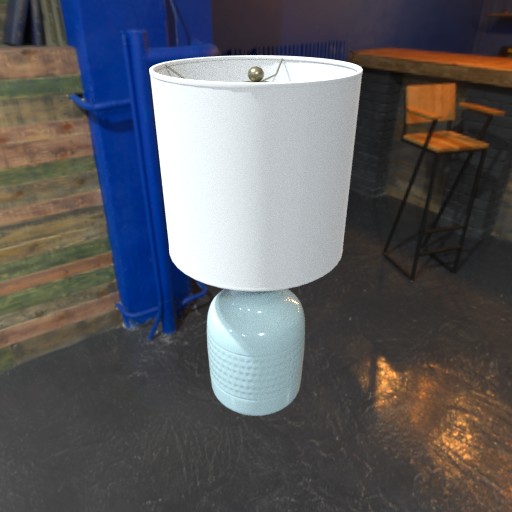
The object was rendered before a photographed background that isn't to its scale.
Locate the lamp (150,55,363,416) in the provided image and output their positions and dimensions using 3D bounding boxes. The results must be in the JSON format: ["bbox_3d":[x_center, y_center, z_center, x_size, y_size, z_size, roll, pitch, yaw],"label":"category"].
[{"bbox_3d":[0.000,0.000,1.101,0.418,0.871,0.418,-18,35,-29],"label":"lamp"}]
